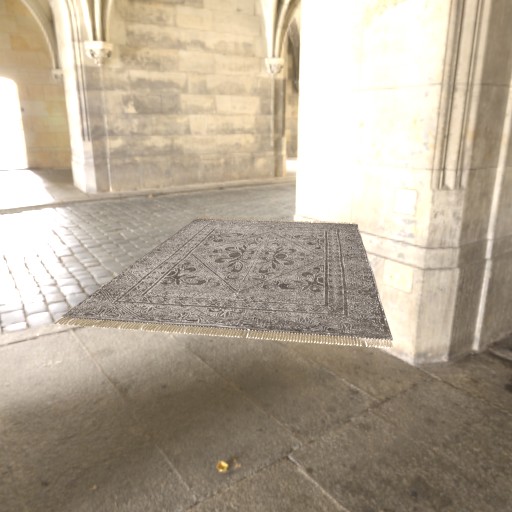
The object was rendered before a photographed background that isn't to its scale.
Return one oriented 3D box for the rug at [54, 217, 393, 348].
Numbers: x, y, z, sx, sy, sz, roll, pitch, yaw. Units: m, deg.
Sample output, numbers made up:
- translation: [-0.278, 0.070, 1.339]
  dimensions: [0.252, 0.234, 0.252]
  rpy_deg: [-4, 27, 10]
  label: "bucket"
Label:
- translation: [0.000, 0.000, 3.067]
  dimensions: [1.529, 0.010, 2.440]
  rpy_deg: [3, 17, 8]
  label: "rug"
